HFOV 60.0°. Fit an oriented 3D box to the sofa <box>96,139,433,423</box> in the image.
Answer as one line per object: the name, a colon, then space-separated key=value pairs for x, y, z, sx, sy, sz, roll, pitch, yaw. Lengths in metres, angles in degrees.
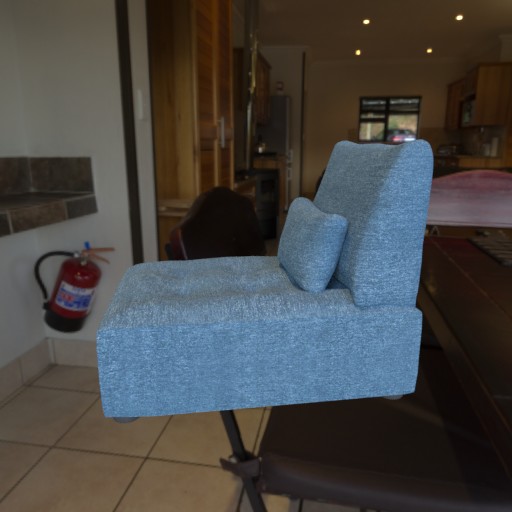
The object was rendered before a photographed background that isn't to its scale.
sofa: x=0.000 y=0.000 z=1.595 sx=1.000 sy=0.820 sz=0.700 roll=-2 pitch=13 yaw=-9
